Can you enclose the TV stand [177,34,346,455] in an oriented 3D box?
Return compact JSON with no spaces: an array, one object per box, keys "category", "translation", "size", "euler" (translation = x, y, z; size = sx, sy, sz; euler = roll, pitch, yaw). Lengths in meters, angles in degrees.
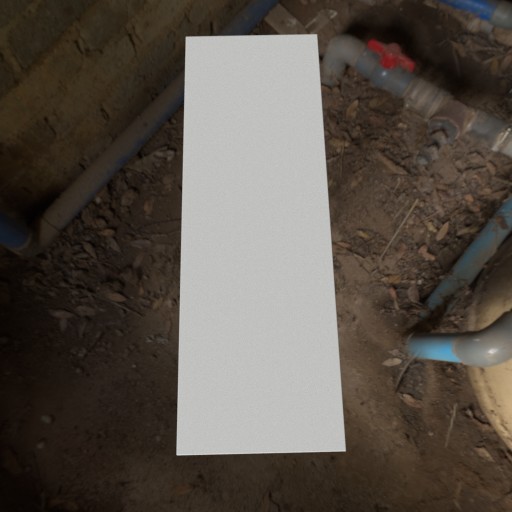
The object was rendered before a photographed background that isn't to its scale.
[{"category":"TV stand","translation":[0.000,0.000,1.606],"size":[0.406,0.812,1.193],"euler":[-1,75,0]}]
